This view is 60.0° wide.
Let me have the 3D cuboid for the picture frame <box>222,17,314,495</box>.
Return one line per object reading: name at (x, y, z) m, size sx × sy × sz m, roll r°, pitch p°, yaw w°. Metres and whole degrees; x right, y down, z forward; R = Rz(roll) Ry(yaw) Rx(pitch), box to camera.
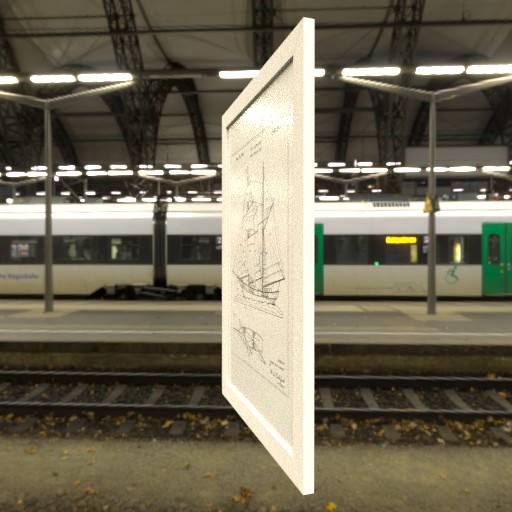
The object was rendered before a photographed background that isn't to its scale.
picture frame at (0.000, 0.000, 0.582) m, size 0.011 × 0.459 × 0.326 m, roll 0°, pitch 0°, yaw -18°
